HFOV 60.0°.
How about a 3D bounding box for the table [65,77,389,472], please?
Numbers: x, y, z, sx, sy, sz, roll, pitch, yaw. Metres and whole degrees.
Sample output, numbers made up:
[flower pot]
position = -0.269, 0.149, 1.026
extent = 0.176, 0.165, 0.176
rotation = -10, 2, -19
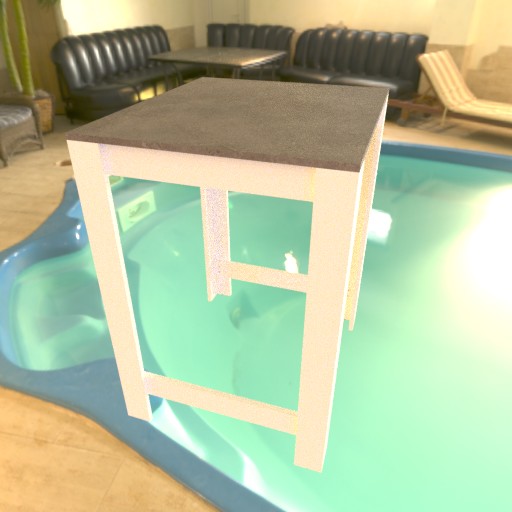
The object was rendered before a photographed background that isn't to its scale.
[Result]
[table]
position = 0.000, 0.000, 1.558
extent = 0.700, 1.020, 0.800
rotation = 10, 33, 16
